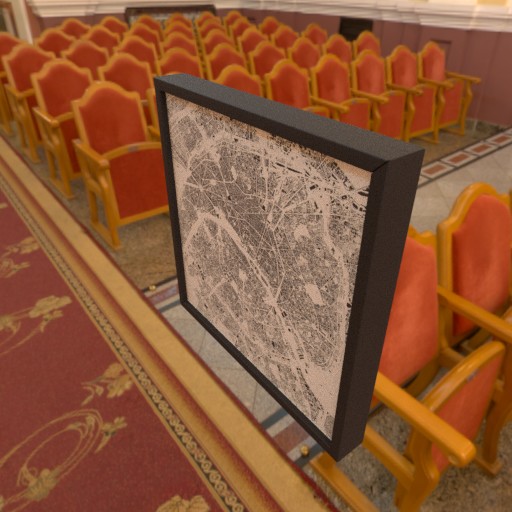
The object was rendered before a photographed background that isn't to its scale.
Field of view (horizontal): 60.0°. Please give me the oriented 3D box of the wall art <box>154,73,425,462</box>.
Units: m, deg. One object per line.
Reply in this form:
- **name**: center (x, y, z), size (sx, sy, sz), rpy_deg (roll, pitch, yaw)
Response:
- **wall art**: center (0.000, 0.000, 0.455), size (0.037, 0.305, 0.305), rpy_deg (-23, 39, -31)
